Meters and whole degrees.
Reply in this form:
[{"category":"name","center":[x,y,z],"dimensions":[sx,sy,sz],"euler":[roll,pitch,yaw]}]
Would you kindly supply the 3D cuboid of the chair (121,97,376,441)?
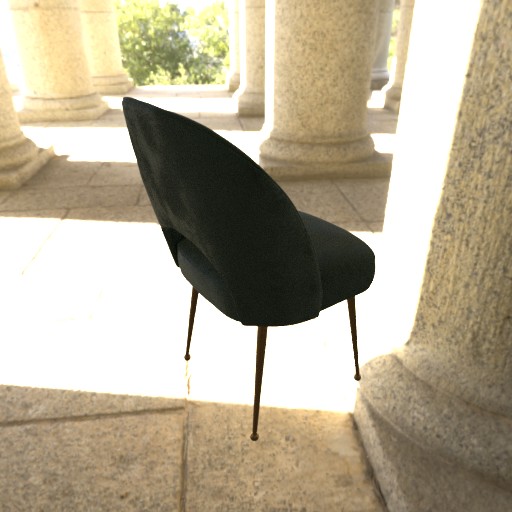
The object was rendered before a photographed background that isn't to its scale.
[{"category":"chair","center":[0.000,0.000,1.210],"dimensions":[0.577,0.860,0.527],"euler":[-18,33,-31]}]
